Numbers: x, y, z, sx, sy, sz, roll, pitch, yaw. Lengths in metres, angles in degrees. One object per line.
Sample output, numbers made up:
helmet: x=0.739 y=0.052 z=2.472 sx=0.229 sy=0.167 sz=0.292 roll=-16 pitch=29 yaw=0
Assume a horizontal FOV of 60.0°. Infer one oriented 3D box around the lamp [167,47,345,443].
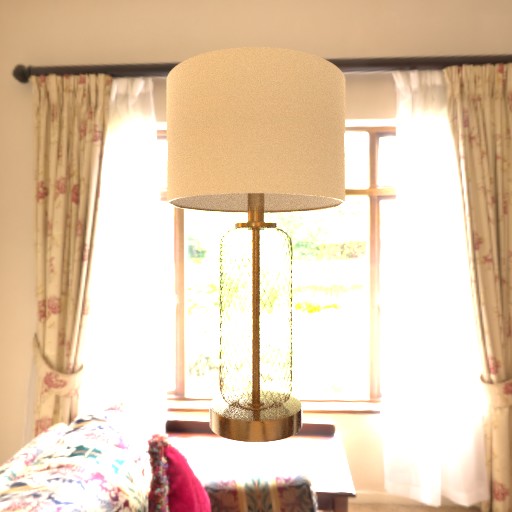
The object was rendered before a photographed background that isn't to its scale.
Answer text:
lamp: x=0.000 y=0.000 z=0.637 sx=0.252 sy=0.483 sz=0.252 roll=0 pitch=0 yaw=-36
